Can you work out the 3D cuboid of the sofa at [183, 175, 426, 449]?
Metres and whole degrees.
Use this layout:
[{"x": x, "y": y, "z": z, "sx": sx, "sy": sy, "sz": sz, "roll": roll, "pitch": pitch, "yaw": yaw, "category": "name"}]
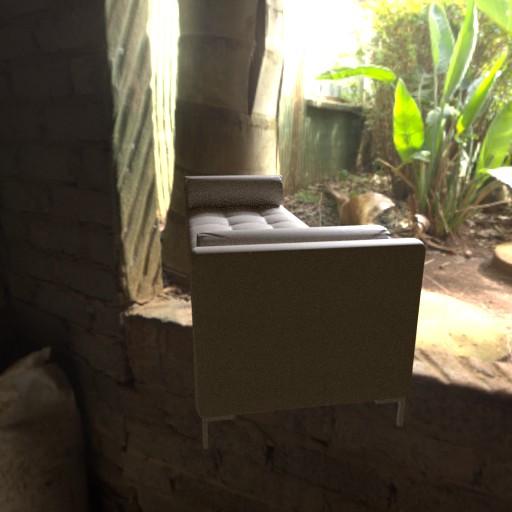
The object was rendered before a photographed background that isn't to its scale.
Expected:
[{"x": 0.000, "y": 0.000, "z": 2.247, "sx": 0.686, "sy": 0.635, "sz": 1.981, "roll": -3, "pitch": 16, "yaw": -9, "category": "sofa"}]
